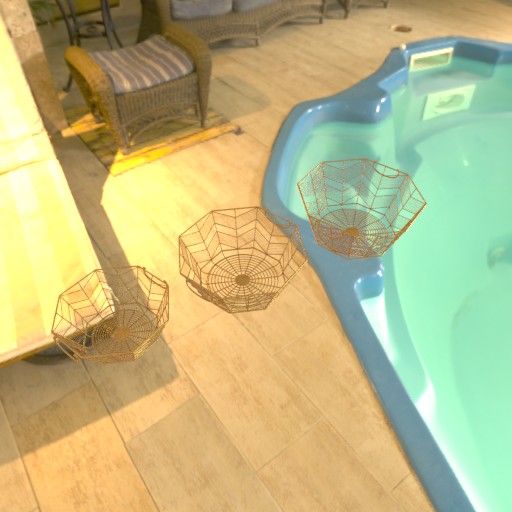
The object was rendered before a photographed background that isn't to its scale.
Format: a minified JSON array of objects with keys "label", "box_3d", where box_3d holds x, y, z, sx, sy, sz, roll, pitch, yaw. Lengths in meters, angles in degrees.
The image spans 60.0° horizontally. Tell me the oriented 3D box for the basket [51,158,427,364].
[{"label":"basket","box_3d":[0.000,0.000,1.405,1.245,0.178,0.432,-23,50,-21]}]
